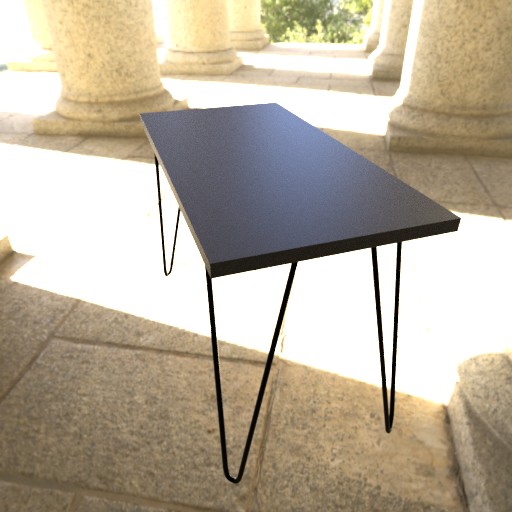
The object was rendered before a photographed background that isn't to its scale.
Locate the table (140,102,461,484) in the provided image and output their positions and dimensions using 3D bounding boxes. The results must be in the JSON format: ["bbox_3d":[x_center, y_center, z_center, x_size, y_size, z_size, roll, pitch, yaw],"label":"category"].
[{"bbox_3d":[0.000,0.000,1.359,0.499,0.660,0.991,-10,34,-16],"label":"table"}]
